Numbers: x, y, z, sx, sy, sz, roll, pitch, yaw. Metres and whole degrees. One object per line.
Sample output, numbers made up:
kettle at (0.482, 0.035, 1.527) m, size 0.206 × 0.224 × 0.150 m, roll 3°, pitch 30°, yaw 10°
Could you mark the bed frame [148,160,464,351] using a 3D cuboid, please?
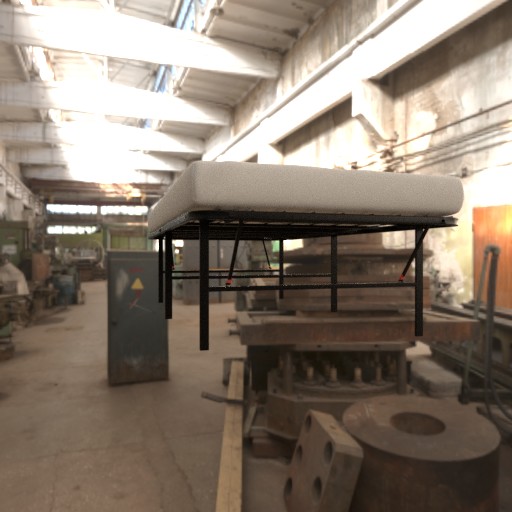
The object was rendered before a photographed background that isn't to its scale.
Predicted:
bed frame at (0.000, 0.000, 2.315) m, size 0.989 × 0.619 × 1.903 m, roll 0°, pitch 0°, yaw -17°
